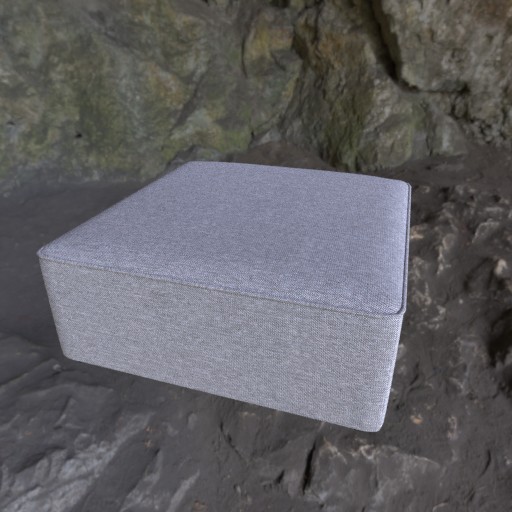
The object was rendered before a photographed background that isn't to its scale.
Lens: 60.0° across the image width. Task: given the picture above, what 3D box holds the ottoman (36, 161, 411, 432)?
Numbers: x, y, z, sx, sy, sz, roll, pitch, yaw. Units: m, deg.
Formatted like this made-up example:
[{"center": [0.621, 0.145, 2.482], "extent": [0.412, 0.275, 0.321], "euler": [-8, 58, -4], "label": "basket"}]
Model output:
[{"center": [0.000, 0.000, 1.596], "extent": [1.005, 0.455, 1.005], "euler": [8, 29, 16], "label": "ottoman"}]
